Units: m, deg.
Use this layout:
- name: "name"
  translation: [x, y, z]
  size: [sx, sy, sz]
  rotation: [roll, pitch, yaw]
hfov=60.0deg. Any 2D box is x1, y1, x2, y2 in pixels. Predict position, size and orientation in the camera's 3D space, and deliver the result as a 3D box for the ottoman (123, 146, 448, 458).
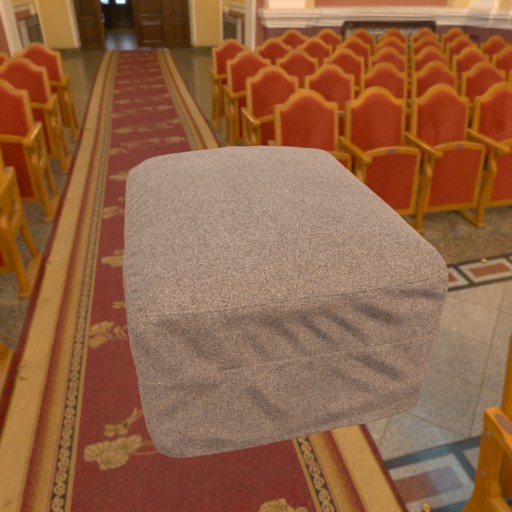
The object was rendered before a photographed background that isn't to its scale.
- name: "ottoman"
  translation: [0.000, 0.000, 1.232]
  size: [0.683, 0.481, 0.837]
  rotation: [-7, 32, -11]
